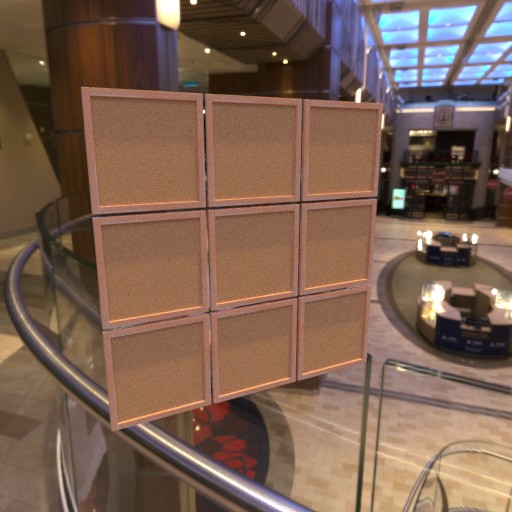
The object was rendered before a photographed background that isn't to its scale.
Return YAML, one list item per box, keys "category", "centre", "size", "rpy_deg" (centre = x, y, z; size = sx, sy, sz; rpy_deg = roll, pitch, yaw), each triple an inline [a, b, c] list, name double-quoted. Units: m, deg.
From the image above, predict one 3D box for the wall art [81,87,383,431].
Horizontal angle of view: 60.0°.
- category: "wall art"
  centre: [0.000, 0.000, 1.339]
  size: [0.911, 0.910, 0.012]
  rpy_deg: [-7, 15, -26]
